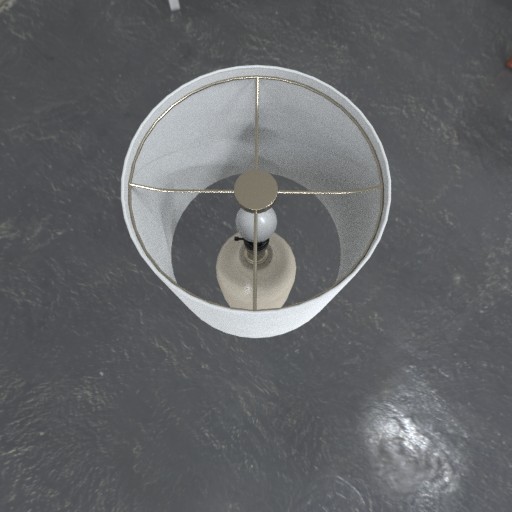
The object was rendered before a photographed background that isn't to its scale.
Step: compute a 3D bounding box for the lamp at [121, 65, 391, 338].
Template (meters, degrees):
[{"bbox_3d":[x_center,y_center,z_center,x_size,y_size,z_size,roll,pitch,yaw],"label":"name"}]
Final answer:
[{"bbox_3d":[0.000,0.000,0.591,0.220,0.475,0.220,14,75,4],"label":"lamp"}]
